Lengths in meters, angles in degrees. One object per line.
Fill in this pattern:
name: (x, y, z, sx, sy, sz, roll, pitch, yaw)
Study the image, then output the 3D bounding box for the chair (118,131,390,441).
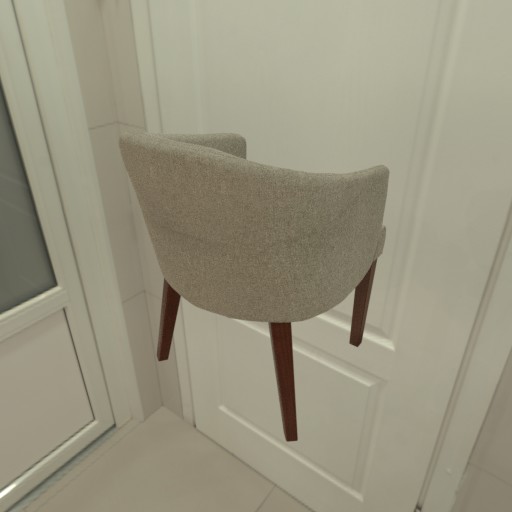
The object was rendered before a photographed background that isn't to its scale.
chair: (0.000, 0.000, 1.279, 0.583, 0.811, 0.655, 21, 37, 32)
